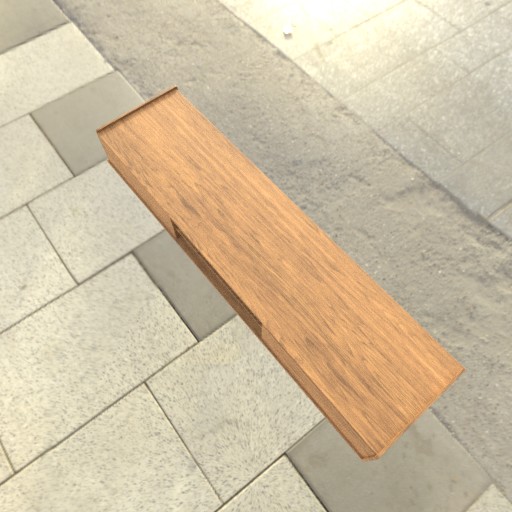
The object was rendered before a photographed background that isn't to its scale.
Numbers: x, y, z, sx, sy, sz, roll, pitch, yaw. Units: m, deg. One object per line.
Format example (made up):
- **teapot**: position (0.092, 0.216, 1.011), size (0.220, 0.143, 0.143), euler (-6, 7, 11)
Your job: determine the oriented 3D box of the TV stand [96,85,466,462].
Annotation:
- **TV stand**: position (0.000, 0.000, 1.994), size (0.467, 0.415, 1.796), euler (-37, 69, -17)
